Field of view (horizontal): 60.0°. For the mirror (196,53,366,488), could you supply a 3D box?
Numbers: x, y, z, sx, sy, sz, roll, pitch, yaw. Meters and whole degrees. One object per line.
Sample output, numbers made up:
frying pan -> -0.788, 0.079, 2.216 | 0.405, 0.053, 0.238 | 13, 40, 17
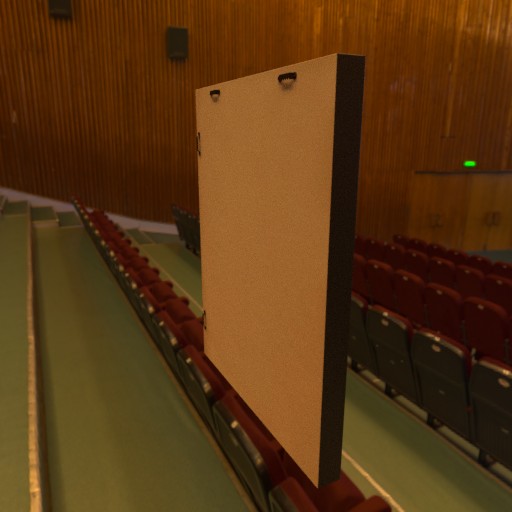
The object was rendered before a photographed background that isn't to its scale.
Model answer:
mirror -> 0.000, 0.000, 0.674 | 0.041, 0.508, 0.405 | -8, 17, -26
